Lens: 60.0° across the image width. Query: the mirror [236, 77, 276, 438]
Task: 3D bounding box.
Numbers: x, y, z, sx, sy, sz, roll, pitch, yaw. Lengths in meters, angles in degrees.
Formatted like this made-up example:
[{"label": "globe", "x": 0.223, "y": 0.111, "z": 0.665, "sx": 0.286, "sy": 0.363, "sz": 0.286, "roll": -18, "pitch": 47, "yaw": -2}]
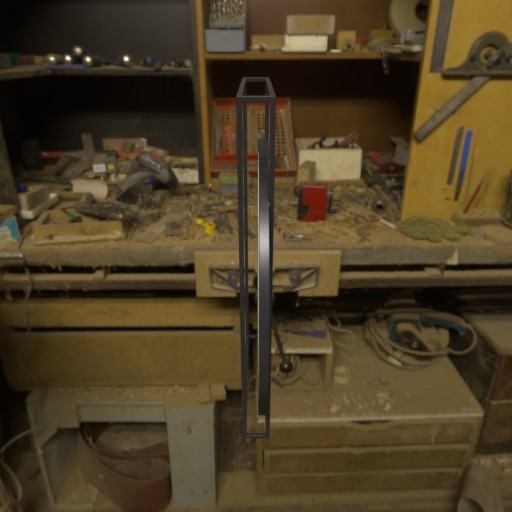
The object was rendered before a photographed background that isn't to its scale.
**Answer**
[{"label": "mirror", "x": 0.000, "y": 0.000, "z": 0.835, "sx": 0.051, "sy": 0.603, "sz": 0.508, "roll": 0, "pitch": 26, "yaw": 0}]
